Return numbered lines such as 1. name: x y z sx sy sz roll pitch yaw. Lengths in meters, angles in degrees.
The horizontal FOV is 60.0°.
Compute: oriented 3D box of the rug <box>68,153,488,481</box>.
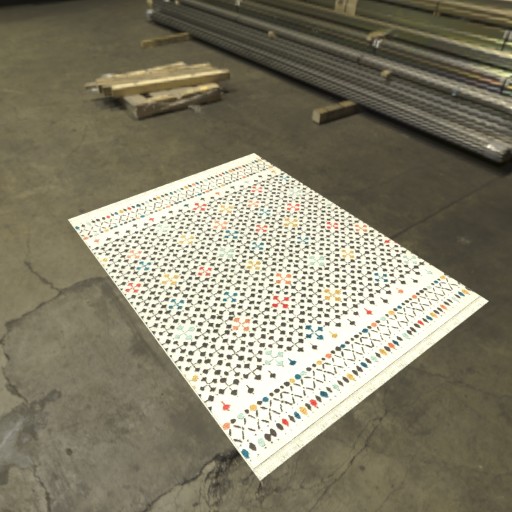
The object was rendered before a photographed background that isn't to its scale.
1. rug: 0.000 0.000 1.974 1.146 0.006 1.556 -26 47 -27
